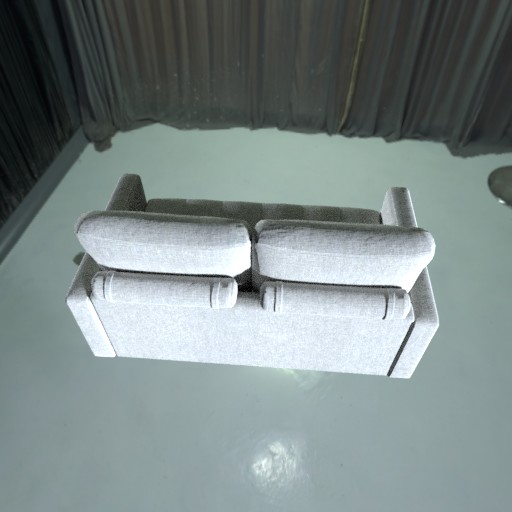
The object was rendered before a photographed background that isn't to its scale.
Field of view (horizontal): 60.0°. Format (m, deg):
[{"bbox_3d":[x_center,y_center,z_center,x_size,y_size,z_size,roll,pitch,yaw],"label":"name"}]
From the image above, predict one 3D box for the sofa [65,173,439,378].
[{"bbox_3d":[0.000,0.000,1.981,1.407,0.907,0.842,3,48,3],"label":"sofa"}]
